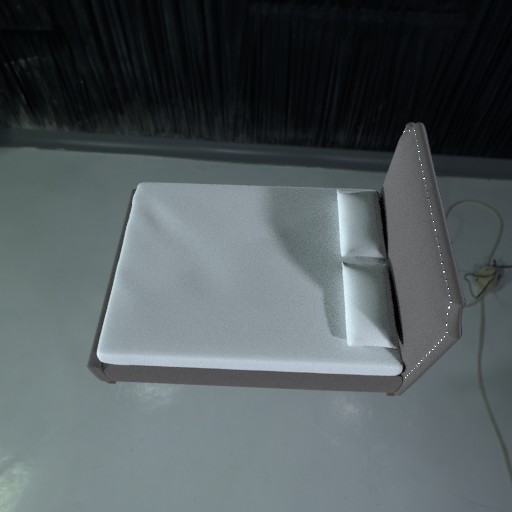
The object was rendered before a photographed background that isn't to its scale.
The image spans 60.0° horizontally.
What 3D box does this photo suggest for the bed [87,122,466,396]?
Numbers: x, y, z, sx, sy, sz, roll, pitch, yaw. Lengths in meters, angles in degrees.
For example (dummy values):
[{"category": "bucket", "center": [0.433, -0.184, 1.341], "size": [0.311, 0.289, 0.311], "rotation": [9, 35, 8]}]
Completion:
[{"category": "bed", "center": [0.000, 0.000, 3.376], "size": [2.372, 1.443, 1.713], "rotation": [2, 58, 1]}]
